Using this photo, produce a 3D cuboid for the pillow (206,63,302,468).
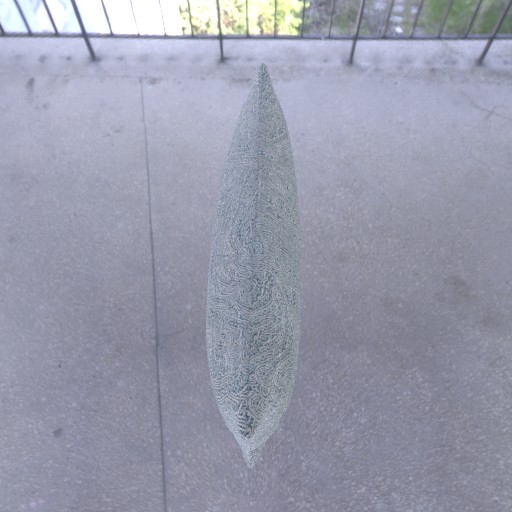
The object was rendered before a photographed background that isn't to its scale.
[{"bbox_3d":[0.000,0.000,0.733,0.151,0.295,0.615,2,58,1],"label":"pillow"}]
